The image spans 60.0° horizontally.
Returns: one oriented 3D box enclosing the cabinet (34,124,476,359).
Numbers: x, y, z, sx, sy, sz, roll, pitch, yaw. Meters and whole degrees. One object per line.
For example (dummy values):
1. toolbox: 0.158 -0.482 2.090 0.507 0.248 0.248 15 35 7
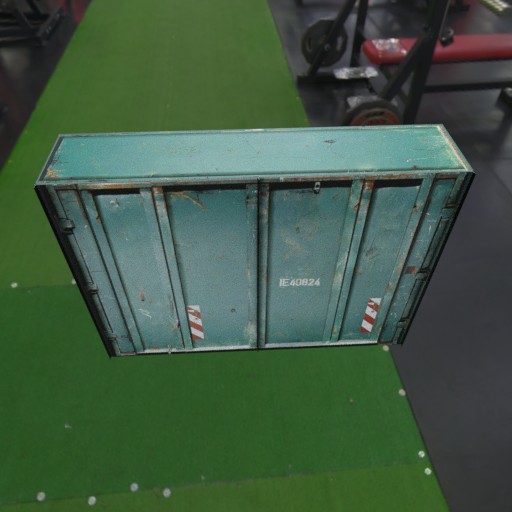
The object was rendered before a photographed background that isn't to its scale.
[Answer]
1. cabinet: 0.000 0.000 4.011 3.001 2.160 0.680 -2 46 -2
